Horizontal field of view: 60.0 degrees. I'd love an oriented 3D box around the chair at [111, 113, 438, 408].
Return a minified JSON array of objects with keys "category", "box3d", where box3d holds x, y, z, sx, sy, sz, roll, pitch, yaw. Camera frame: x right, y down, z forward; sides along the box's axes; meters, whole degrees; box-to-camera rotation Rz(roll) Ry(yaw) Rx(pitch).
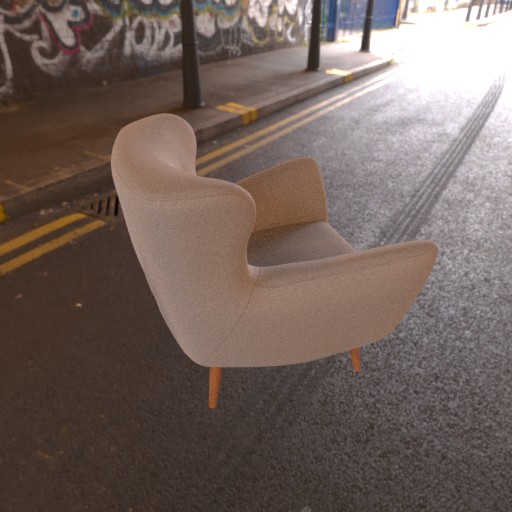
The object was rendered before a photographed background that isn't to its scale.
[{"category":"chair","box3d":[0.000,0.000,1.608,0.889,0.889,0.890,-10,32,-17]}]
